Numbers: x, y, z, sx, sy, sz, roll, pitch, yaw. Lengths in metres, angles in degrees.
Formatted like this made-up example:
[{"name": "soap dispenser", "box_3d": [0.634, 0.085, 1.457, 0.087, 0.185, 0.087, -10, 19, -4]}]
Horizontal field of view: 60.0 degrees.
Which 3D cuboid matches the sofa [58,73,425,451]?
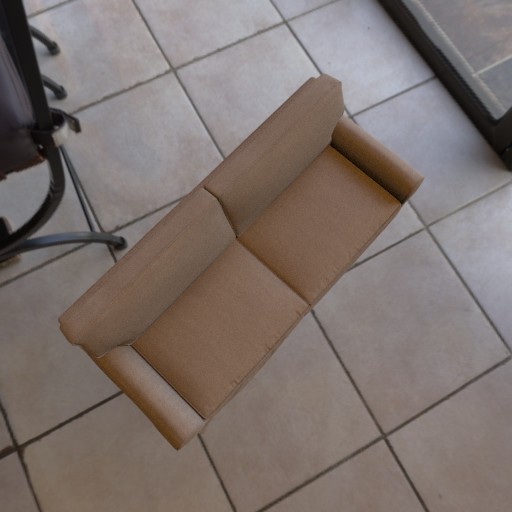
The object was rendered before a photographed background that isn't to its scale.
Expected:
[{"name": "sofa", "box_3d": [0.000, 0.000, 2.792, 0.991, 0.943, 2.248, 42, 79, 10]}]
